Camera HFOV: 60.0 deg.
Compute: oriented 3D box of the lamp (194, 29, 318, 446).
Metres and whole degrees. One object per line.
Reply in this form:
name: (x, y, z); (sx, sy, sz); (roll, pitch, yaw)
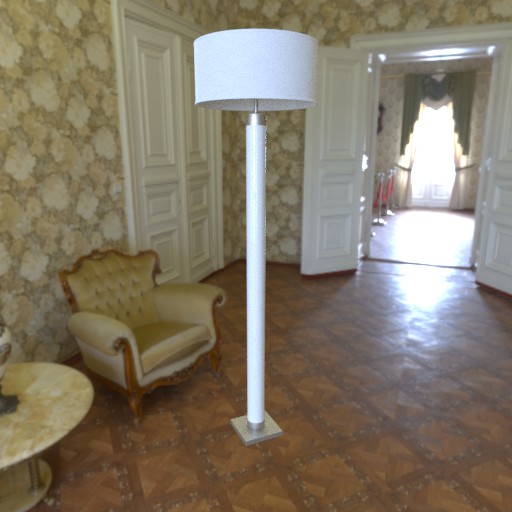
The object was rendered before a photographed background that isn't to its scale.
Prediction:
lamp: (0.000, 0.000, 1.661); (0.420, 1.475, 0.420); (-6, 14, -24)
